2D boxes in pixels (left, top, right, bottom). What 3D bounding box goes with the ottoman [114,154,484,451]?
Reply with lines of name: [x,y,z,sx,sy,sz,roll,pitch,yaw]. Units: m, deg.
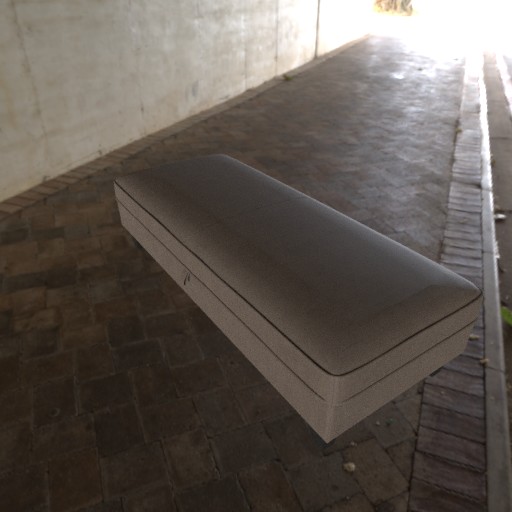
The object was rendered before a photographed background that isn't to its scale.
ottoman: [0.000,0.000,2.027,0.751,0.470,1.764,-20,37,-29]
